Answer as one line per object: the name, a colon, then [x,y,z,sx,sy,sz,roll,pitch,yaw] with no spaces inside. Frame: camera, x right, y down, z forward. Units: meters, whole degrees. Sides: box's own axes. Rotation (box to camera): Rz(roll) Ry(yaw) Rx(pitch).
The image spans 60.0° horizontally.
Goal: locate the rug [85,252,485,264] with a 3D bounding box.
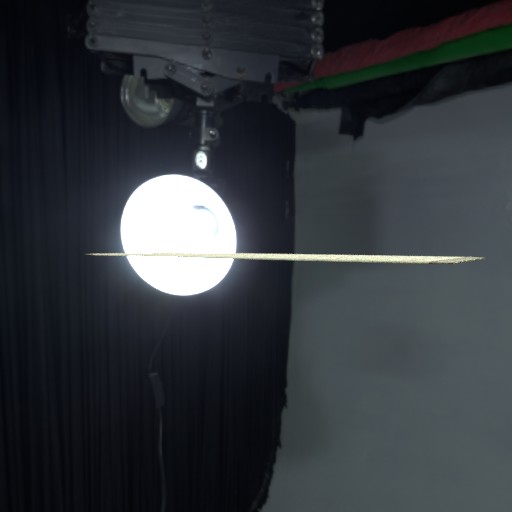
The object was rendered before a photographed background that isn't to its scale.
rug: [0.000,0.000,2.739,2.440,0.013,0.769,1,2,35]
